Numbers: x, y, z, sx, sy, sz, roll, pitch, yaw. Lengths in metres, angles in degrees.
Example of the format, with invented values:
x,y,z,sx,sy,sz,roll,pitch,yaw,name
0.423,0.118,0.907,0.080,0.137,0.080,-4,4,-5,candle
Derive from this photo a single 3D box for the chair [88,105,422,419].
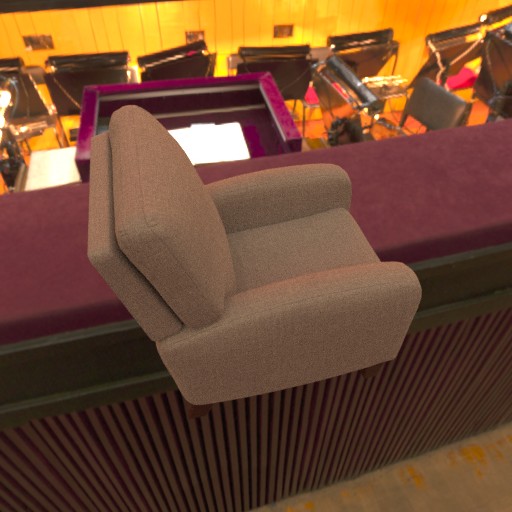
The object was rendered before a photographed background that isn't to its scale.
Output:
x,y,z,sx,sy,sz,roll,pitch,yaw,name
0.000,0.000,1.644,0.990,0.990,0.762,-10,46,-10,chair
